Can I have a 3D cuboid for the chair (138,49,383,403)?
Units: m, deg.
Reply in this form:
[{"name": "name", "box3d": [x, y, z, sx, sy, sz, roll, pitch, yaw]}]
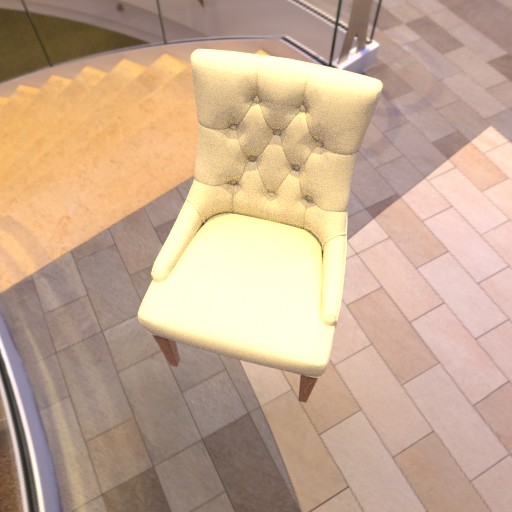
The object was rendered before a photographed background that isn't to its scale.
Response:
[{"name": "chair", "box3d": [0.000, 0.000, 1.233, 0.509, 0.874, 0.565, 13, 60, 8]}]
